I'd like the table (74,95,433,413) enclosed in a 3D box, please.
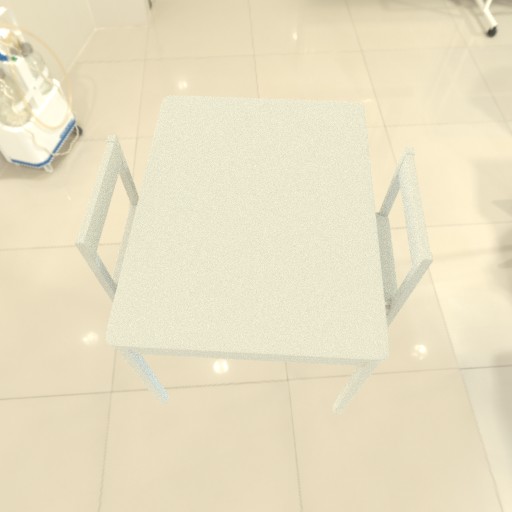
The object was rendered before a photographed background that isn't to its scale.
[{"bbox_3d":[0.000,0.000,1.111,0.672,0.503,0.650,3,59,2],"label":"table"}]
